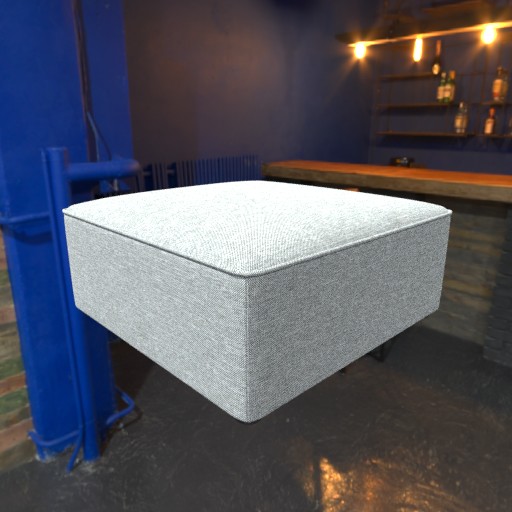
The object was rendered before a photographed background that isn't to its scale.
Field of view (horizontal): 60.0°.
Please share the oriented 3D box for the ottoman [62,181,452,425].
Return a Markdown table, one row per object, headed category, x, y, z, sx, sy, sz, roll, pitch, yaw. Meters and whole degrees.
| category | x | y | z | sx | sy | sz | roll | pitch | yaw |
| --- | --- | --- | --- | --- | --- | --- | --- | --- | --- |
| ottoman | 0.000 | 0.000 | 1.622 | 1.005 | 0.455 | 1.005 | -15 | 23 | -41 |
